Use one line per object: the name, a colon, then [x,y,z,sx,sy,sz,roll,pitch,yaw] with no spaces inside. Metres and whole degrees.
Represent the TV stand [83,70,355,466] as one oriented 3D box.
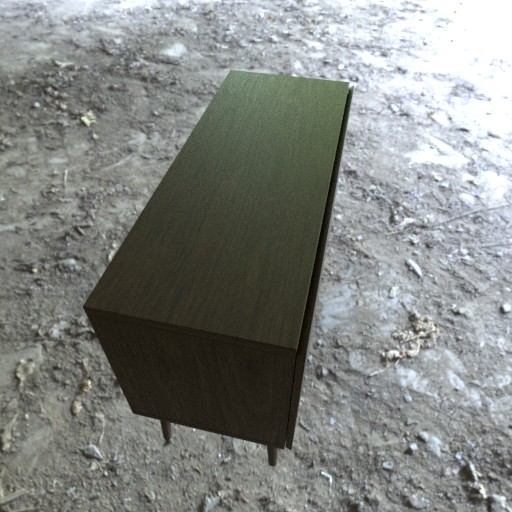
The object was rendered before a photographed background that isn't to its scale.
TV stand: [0.000,0.000,1.330,0.405,0.660,0.990,10,47,9]
